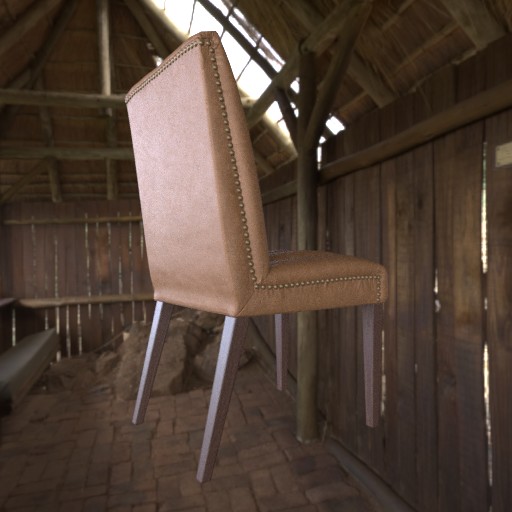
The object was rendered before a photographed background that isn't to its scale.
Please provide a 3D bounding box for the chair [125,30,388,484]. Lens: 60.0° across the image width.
[{"bbox_3d":[0.000,0.000,1.337,0.647,1.016,0.511,0,0,-35],"label":"chair"}]
